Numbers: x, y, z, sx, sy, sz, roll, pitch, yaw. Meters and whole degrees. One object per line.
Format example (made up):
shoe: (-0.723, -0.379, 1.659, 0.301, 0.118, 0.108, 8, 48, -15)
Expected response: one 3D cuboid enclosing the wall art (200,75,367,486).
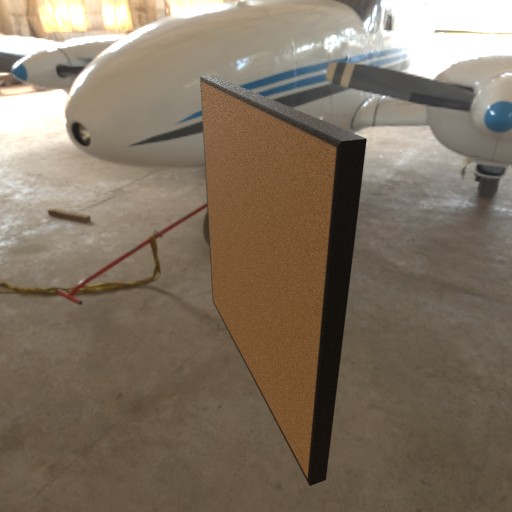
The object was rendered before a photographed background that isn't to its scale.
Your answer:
wall art: (0.000, 0.000, 0.748, 0.028, 0.511, 0.513, -11, 30, -18)
